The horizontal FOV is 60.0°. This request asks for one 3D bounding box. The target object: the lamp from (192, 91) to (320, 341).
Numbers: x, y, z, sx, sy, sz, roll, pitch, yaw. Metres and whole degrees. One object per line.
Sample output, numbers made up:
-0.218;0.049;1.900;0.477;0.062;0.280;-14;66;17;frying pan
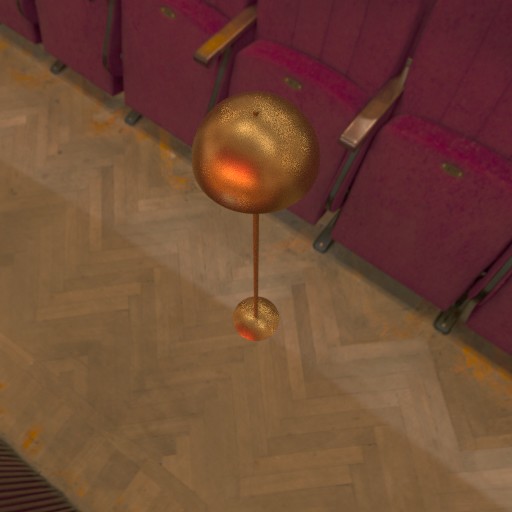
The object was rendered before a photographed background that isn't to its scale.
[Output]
0.000;0.000;1.647;0.328;1.480;0.328;35;69;16;lamp
